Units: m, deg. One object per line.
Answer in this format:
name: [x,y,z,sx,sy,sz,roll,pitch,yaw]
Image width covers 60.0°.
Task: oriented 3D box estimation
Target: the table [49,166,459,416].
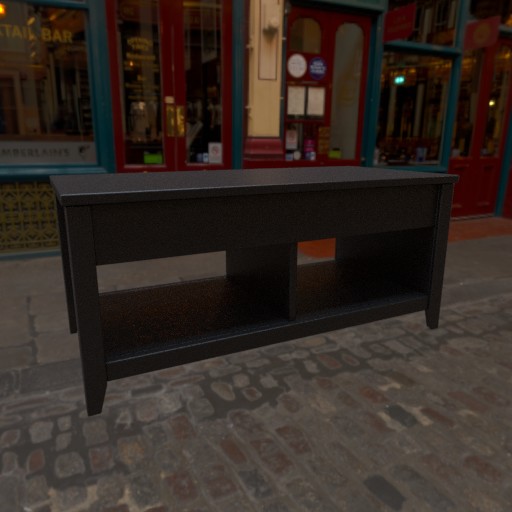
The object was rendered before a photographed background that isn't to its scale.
table: [0.000,0.000,1.273,1.016,0.457,0.483,-7,16,-25]
